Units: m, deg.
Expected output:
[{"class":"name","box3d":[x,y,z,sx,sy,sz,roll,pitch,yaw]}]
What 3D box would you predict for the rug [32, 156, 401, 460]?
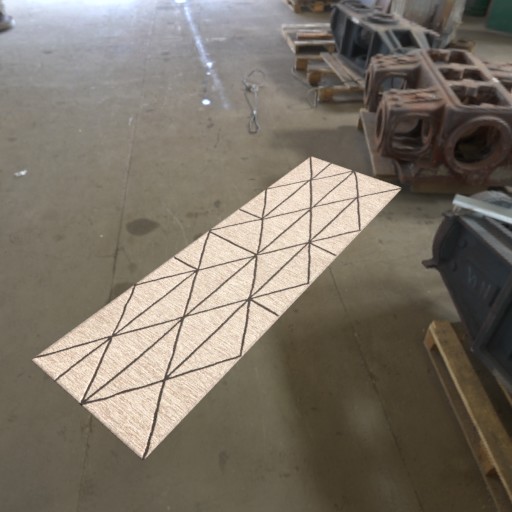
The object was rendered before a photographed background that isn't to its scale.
[{"class":"rug","box3d":[0.000,0.000,2.612,0.762,0.012,2.438,27,48,27]}]
